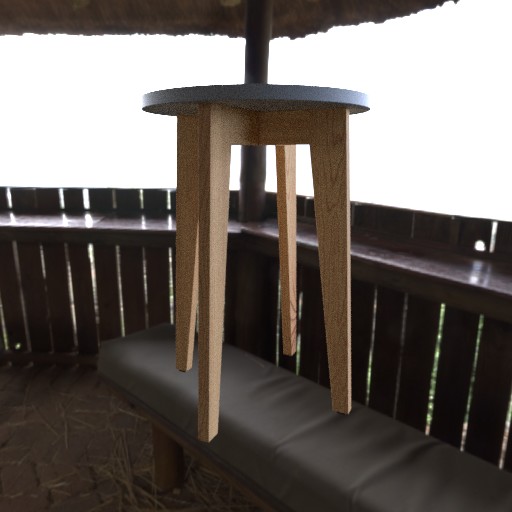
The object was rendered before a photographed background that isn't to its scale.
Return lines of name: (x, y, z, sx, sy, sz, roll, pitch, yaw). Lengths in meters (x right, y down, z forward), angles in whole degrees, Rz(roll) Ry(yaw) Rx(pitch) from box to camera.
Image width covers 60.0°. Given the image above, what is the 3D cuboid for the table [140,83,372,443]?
table: (0.000, 0.000, 0.750, 0.350, 0.500, 0.350, 0, 13, 0)
